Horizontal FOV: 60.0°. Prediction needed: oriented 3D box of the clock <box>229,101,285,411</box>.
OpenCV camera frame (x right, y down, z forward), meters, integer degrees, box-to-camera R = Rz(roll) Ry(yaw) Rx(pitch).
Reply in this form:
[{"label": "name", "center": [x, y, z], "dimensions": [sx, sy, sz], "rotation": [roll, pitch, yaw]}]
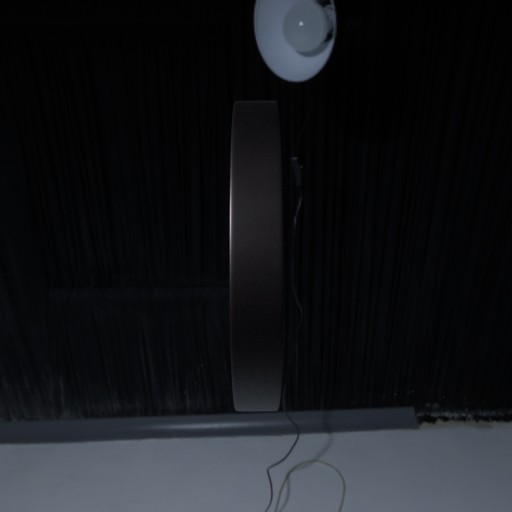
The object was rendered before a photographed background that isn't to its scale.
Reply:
[{"label": "clock", "center": [0.000, 0.000, 0.474], "dimensions": [0.040, 0.314, 0.314], "rotation": [0, 26, 0]}]
